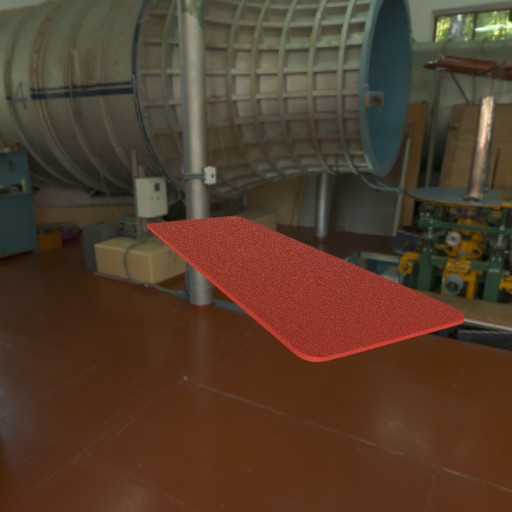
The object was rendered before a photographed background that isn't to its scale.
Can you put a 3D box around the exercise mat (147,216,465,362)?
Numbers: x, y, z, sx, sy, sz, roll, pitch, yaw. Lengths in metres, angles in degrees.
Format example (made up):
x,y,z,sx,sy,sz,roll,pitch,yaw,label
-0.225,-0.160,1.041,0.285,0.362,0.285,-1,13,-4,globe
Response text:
x,y,z,sx,sy,sz,roll,pitch,yaw,label
0.000,0.000,2.068,0.616,0.021,1.869,-8,18,-25,exercise mat
